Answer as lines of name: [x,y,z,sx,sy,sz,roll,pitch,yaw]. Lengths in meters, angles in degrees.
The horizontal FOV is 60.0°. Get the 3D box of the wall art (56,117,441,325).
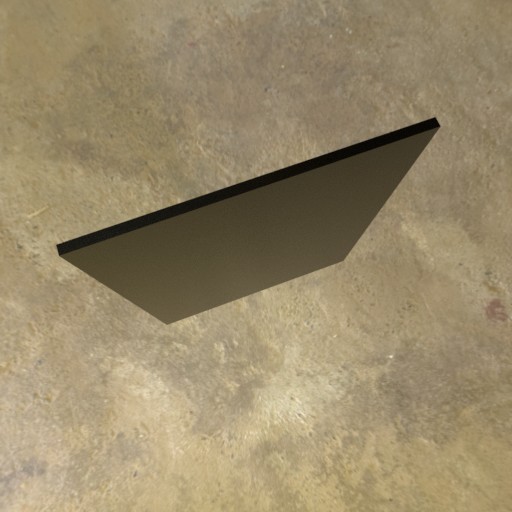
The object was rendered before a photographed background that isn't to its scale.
wall art: [0.000,0.000,0.764,0.442,0.582,0.013,-20,75,-5]
